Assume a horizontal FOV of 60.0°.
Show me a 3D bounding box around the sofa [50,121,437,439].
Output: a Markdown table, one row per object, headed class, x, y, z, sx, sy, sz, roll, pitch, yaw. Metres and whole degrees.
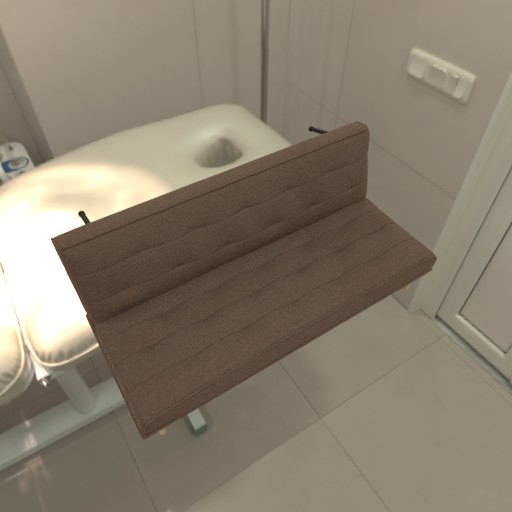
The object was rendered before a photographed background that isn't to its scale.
| class | x | y | z | sx | sy | sz | roll | pitch | yaw |
| --- | --- | --- | --- | --- | --- | --- | --- | --- | --- |
| sofa | 0.000 | 0.000 | 2.409 | 1.820 | 0.810 | 1.038 | -25 | 53 | -21 |
